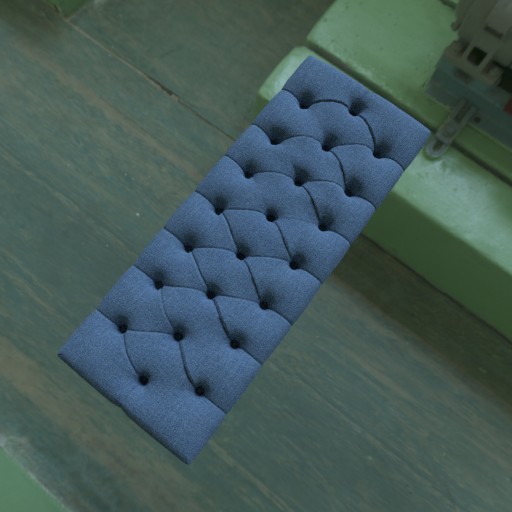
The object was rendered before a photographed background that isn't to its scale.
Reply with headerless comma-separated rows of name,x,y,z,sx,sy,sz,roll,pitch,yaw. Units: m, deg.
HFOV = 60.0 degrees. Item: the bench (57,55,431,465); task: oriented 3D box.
bench,0.000,0.000,1.329,0.417,0.492,1.052,36,79,8
